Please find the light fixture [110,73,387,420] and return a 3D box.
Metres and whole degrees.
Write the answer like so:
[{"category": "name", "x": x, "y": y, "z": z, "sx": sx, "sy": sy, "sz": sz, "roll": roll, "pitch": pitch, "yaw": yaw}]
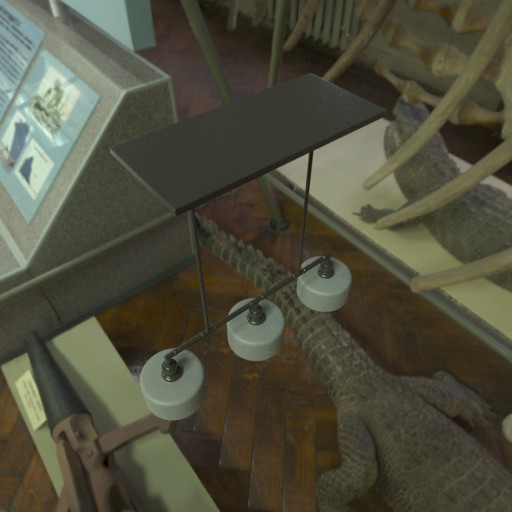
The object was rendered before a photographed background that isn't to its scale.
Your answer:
[{"category": "light fixture", "x": 0.000, "y": 0.000, "z": 0.868, "sx": 0.582, "sy": 0.557, "sz": 0.177, "roll": -30, "pitch": 53, "yaw": -26}]
